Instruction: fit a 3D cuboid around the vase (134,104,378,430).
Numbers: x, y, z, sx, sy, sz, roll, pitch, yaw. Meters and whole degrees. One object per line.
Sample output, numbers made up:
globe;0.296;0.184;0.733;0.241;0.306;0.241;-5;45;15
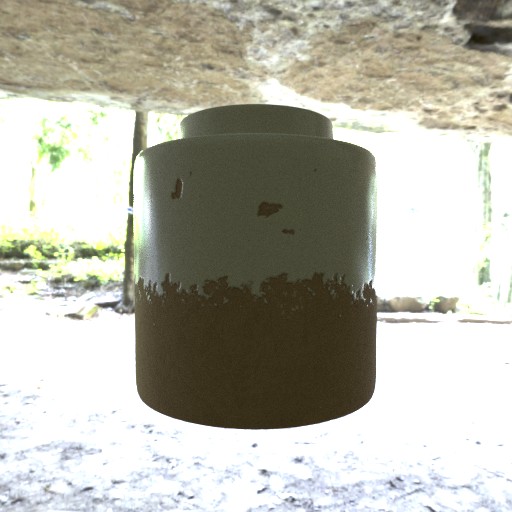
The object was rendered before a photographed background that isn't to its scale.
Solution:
vase;0.000;0.000;0.288;0.153;0.167;0.153;0;2;0
